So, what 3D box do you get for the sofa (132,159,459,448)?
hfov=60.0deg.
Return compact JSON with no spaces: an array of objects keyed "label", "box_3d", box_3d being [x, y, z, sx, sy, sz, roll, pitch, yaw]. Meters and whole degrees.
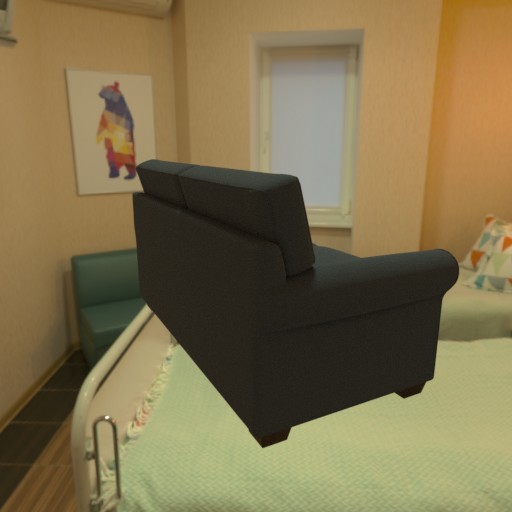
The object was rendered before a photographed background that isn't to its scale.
[{"label":"sofa","box_3d":[0.000,0.000,2.483,0.940,1.020,1.930,-7,16,-27]}]
